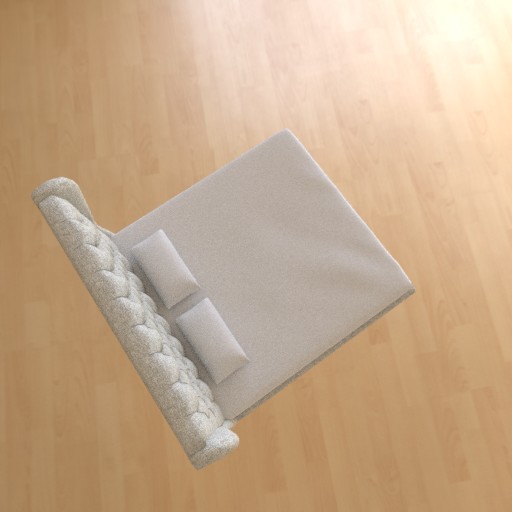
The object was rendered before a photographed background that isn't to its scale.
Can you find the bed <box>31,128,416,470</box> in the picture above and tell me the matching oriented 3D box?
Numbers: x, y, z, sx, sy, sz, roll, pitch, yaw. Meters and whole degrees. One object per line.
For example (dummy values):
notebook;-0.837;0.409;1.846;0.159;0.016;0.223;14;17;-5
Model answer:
bed;0.000;0.000;3.826;2.347;1.771;2.219;-34;78;-8
